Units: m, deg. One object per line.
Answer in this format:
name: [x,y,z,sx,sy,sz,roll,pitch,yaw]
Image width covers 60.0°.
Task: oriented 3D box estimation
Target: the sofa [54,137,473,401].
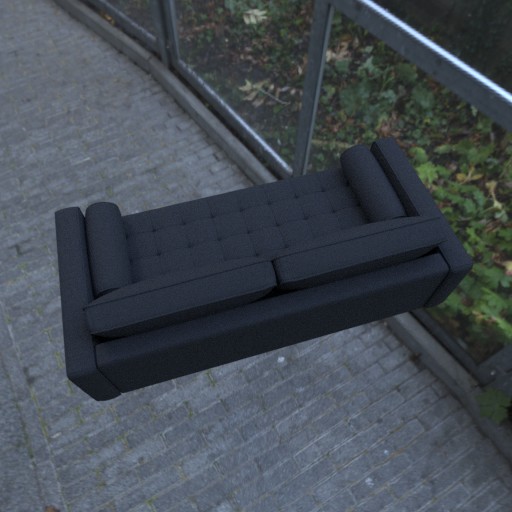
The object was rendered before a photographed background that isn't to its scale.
sofa: [0.000,0.000,2.313,1.875,0.759,0.914,-14,60,-8]
